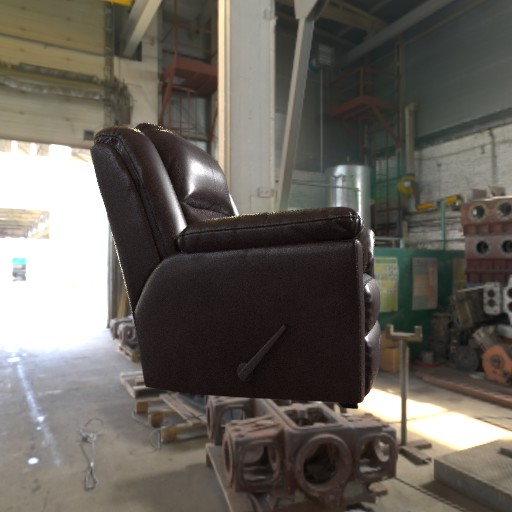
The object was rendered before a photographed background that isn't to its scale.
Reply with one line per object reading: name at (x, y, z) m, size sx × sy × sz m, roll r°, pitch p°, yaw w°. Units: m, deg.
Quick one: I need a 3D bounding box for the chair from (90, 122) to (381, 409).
chair at (0.000, 0.000, 1.916) m, size 1.041 × 1.093 × 0.990 m, roll 0°, pitch -1°, yaw 17°
